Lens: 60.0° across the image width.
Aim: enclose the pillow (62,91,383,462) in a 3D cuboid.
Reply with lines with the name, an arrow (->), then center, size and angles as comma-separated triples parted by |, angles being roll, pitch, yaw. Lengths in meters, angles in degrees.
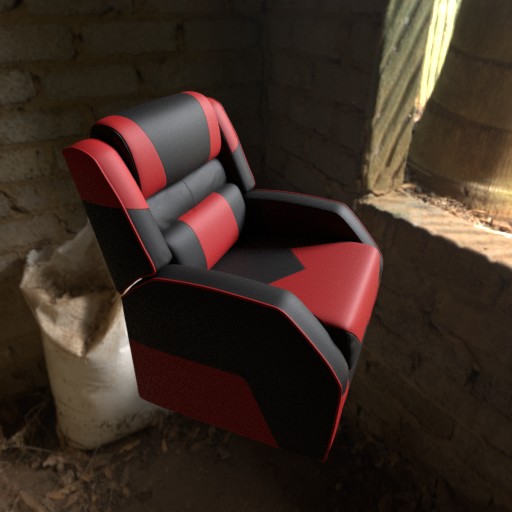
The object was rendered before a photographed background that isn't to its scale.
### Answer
pillow -> 0.000, 0.000, 1.268 | 0.672, 0.805, 0.620 | 12, 32, 19
